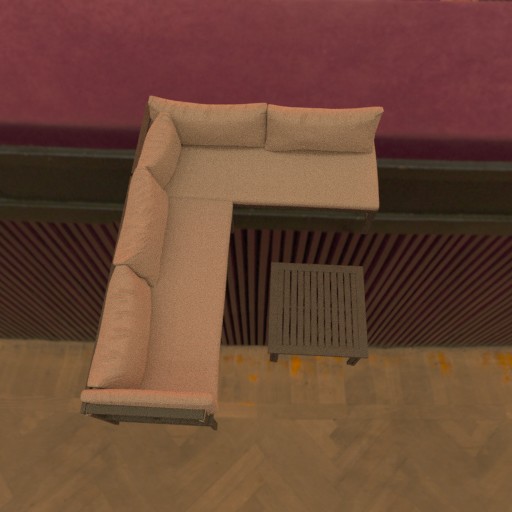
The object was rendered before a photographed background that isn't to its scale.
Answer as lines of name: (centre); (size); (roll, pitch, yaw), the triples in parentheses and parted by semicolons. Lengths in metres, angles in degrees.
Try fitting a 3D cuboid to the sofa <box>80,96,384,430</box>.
sofa: (0.000, 0.000, 2.877); (1.658, 0.758, 2.096); (3, 64, 1)
